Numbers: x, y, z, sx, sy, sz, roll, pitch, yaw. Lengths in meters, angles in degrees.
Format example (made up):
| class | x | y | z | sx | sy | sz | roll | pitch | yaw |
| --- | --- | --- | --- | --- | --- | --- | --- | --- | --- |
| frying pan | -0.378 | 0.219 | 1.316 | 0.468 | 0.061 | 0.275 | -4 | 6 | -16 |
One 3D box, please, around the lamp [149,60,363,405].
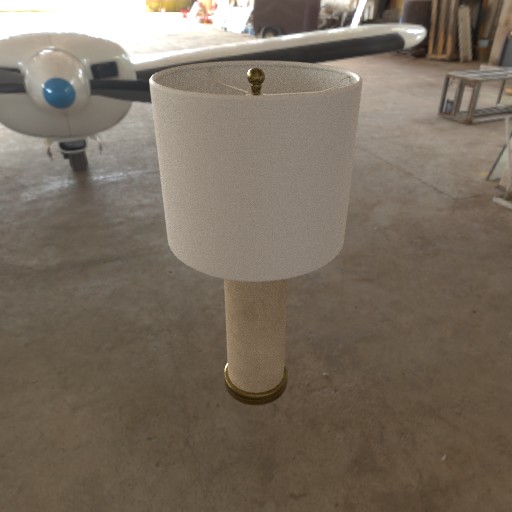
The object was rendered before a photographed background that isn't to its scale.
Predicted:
| class | x | y | z | sx | sy | sz | roll | pitch | yaw |
| --- | --- | --- | --- | --- | --- | --- | --- | --- | --- |
| lamp | 0.000 | 0.000 | 0.803 | 0.305 | 0.634 | 0.305 | 9 | 32 | 15 |
